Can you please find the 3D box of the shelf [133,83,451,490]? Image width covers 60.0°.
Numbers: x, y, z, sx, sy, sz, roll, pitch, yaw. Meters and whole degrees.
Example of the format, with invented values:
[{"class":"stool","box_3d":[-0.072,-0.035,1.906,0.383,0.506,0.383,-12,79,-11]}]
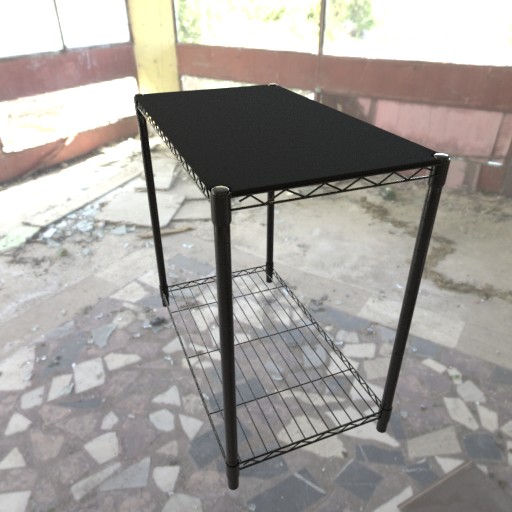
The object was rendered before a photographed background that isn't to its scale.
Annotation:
[{"class":"shelf","box_3d":[0.000,0.000,0.918,0.338,0.564,0.589,-12,33,-19]}]
